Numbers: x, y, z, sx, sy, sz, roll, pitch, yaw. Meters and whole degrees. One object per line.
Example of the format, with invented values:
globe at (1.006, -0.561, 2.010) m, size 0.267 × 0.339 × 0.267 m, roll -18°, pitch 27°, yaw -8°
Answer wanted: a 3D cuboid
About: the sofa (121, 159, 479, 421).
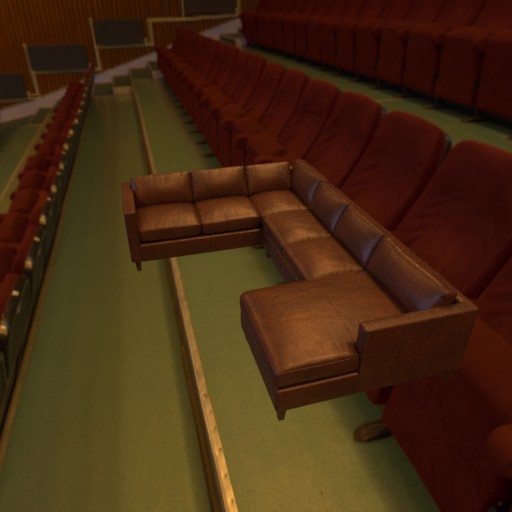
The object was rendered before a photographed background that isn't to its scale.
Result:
sofa at (0.000, 0.000, 4.455) m, size 2.452 × 0.891 × 3.324 m, roll -8°, pitch 32°, yaw -14°
